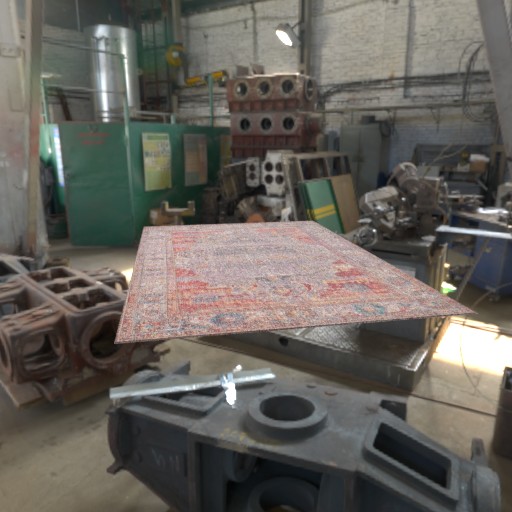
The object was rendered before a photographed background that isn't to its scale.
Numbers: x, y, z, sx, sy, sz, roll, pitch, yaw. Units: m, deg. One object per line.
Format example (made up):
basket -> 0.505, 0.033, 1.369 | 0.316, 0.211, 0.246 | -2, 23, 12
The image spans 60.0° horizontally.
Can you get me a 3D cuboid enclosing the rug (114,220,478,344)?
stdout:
rug -> 0.000, 0.000, 2.300 | 1.219, 0.005, 1.829 | -3, 15, -11
